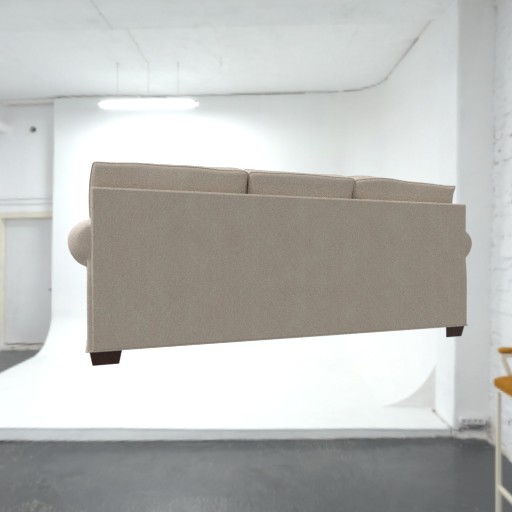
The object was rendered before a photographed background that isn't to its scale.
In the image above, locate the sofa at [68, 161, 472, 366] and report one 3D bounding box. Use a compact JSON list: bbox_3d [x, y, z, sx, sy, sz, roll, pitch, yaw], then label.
[{"bbox_3d":[0.000,0.000,2.328,1.770,0.734,1.226,0,0,-20],"label":"sofa"}]
